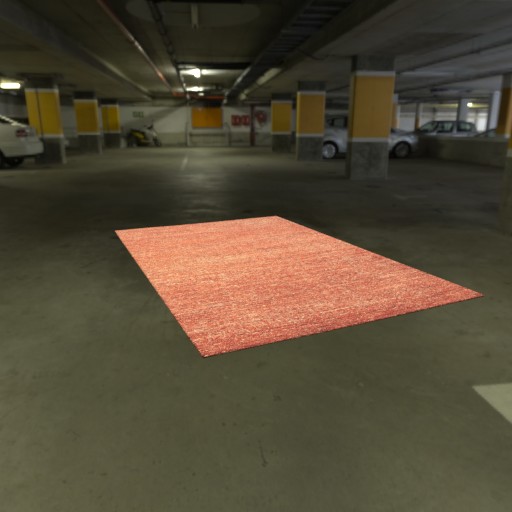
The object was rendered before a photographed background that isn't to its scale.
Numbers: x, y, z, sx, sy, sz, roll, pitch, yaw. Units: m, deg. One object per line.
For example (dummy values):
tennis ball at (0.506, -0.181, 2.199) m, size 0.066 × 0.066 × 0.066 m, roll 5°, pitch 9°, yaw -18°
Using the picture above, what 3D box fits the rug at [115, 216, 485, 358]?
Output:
rug at (0.000, 0.000, 2.238) m, size 1.139 × 0.011 × 1.747 m, roll -7°, pitch 18°, yaw -24°
